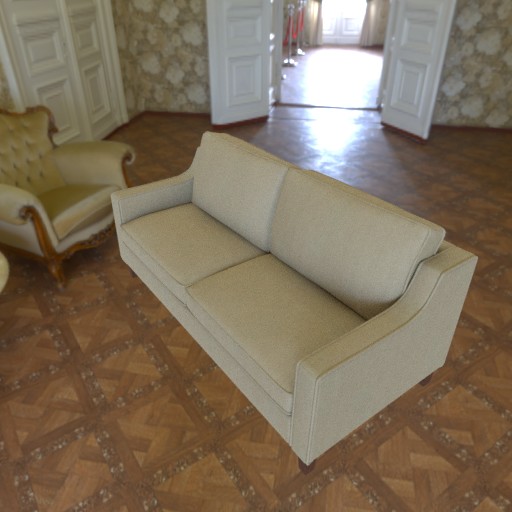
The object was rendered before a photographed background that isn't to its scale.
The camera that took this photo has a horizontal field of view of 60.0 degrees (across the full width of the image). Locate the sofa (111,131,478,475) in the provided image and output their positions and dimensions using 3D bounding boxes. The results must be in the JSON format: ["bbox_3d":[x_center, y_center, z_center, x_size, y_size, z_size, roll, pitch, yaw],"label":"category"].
[{"bbox_3d":[0.000,0.000,2.786,1.066,1.071,2.178,-21,38,-30],"label":"sofa"}]
